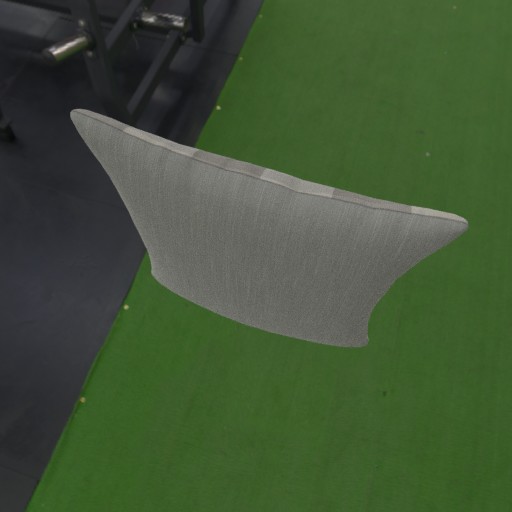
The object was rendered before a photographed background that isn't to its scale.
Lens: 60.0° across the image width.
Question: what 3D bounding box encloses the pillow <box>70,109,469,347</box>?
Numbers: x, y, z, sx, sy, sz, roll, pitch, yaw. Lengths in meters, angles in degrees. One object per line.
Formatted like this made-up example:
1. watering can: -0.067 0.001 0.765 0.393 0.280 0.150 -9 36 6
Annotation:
1. pillow: 0.000 0.000 0.763 0.511 0.509 0.161 18 65 8
